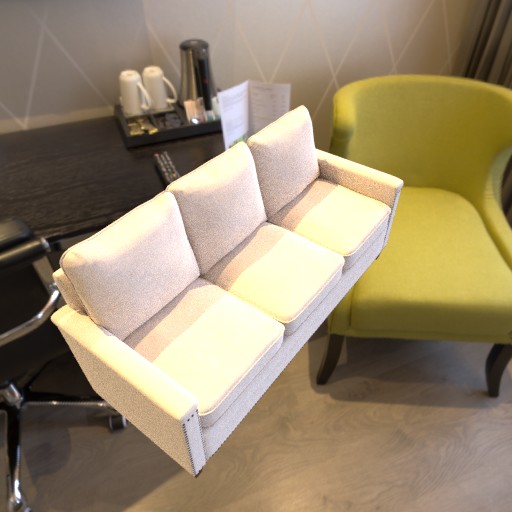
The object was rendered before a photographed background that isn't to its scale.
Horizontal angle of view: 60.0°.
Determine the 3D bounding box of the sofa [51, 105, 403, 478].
[{"bbox_3d":[0.000,0.000,2.376,0.828,0.961,1.925,27,49,27],"label":"sofa"}]
